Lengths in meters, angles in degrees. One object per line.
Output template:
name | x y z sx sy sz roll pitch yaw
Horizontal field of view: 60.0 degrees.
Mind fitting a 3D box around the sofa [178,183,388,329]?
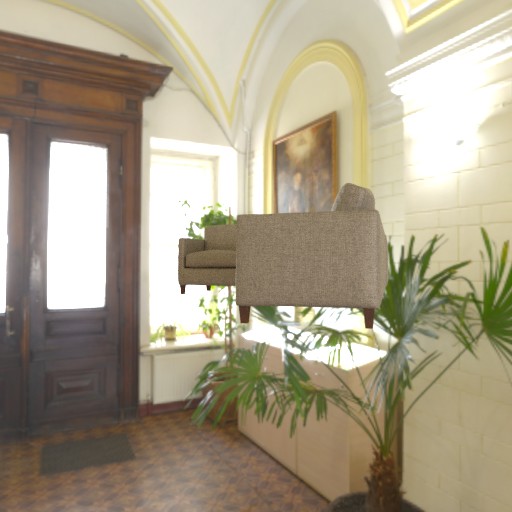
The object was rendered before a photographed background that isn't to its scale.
sofa | 0.000 0.000 4.572 2.593 0.947 3.302 0 -1 17
